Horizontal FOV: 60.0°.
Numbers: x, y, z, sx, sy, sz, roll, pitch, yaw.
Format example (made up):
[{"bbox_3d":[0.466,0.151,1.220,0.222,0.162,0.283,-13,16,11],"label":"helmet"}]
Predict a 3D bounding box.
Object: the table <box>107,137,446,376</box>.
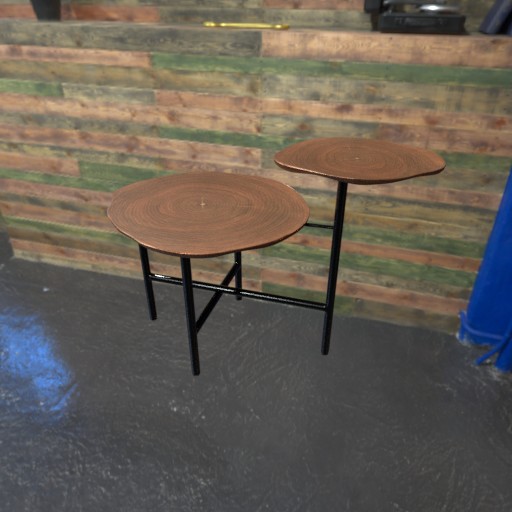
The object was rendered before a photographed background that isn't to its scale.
[{"bbox_3d":[0.000,0.000,1.078,0.759,0.538,0.442,9,32,15],"label":"table"}]
